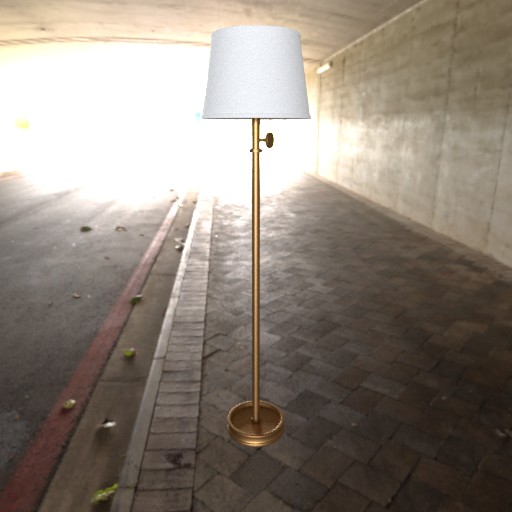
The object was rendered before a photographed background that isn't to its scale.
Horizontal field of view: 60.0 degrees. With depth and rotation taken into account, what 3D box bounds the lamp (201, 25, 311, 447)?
[{"bbox_3d":[0.000,0.000,0.783,0.178,0.710,0.178,0,16,0],"label":"lamp"}]
